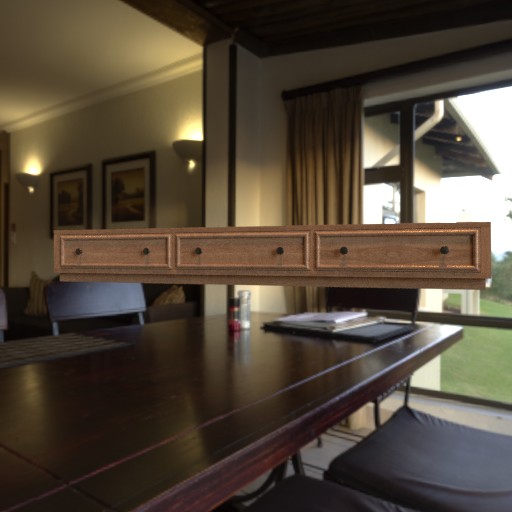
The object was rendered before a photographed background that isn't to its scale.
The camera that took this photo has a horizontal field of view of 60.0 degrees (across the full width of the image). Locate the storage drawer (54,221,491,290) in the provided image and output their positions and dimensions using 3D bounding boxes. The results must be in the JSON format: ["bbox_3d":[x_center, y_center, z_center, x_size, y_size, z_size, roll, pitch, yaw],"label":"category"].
[{"bbox_3d":[0.000,0.000,2.228,2.032,0.264,0.538,0,0,17],"label":"storage drawer"}]
